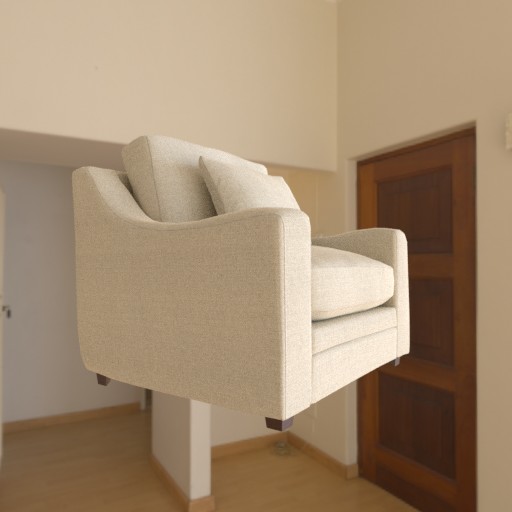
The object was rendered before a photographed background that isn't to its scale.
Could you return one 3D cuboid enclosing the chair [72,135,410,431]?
[{"bbox_3d":[0.000,0.000,1.942,1.009,1.016,1.178,-1,-1,36],"label":"chair"}]
